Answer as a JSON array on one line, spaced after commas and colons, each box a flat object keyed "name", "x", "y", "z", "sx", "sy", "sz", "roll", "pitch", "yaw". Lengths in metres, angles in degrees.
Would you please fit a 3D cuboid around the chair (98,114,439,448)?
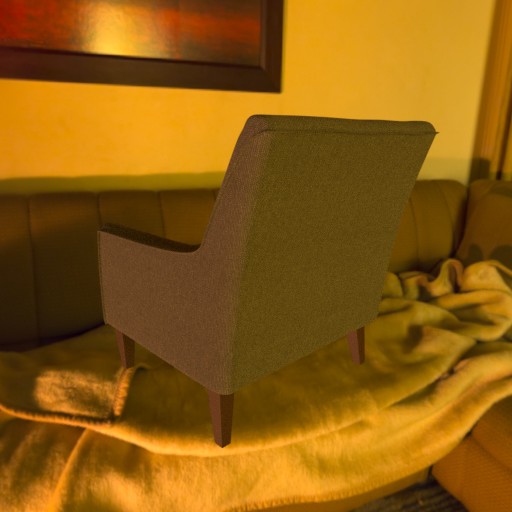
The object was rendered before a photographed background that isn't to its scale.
[{"name": "chair", "x": 0.000, "y": 0.000, "z": 1.576, "sx": 0.780, "sy": 0.919, "sz": 0.899, "roll": -14, "pitch": 21, "yaw": -41}]
